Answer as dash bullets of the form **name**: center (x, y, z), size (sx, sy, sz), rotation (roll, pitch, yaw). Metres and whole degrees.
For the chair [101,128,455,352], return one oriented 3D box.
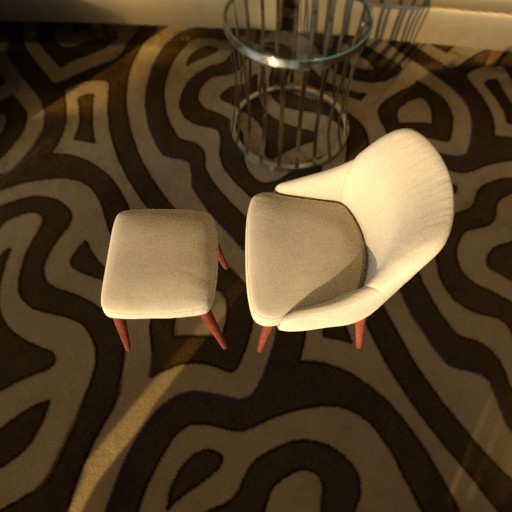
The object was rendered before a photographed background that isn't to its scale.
- **chair**: center (0.000, 0.000, 1.627), size (1.114, 0.866, 0.584), rotation (-1, 59, -1)
